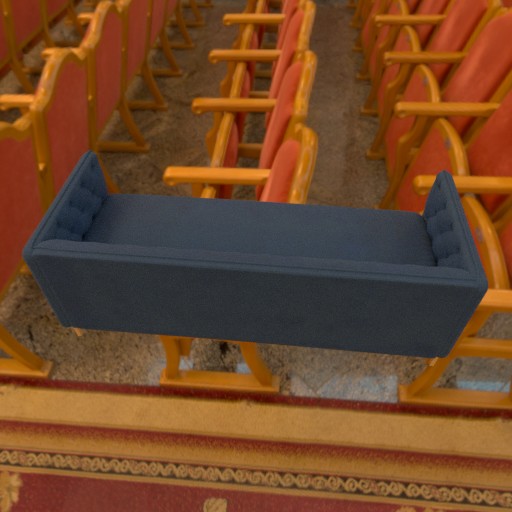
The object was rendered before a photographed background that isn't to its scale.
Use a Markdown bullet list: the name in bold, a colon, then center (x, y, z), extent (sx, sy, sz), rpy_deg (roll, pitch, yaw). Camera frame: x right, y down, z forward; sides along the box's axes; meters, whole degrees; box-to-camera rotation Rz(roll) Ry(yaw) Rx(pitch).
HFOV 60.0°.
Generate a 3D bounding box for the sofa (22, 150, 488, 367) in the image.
- **sofa**: center (0.000, 0.000, 2.587), extent (2.209, 0.771, 0.895), rpy_deg (4, 47, 4)
